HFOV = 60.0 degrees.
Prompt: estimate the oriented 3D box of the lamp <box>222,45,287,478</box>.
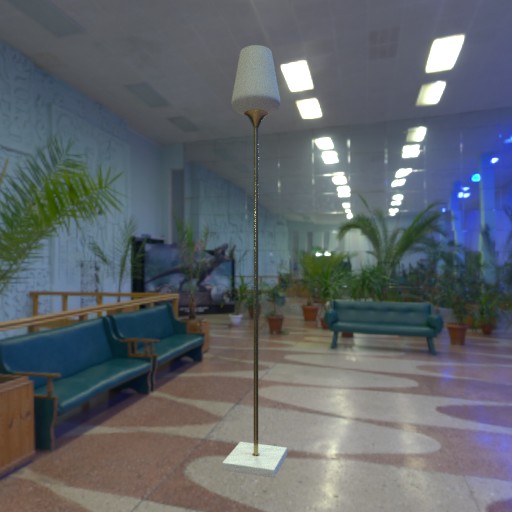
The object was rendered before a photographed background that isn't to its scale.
[{"bbox_3d":[0.000,0.000,1.964,0.229,1.813,0.232,0,-1,17],"label":"lamp"}]
